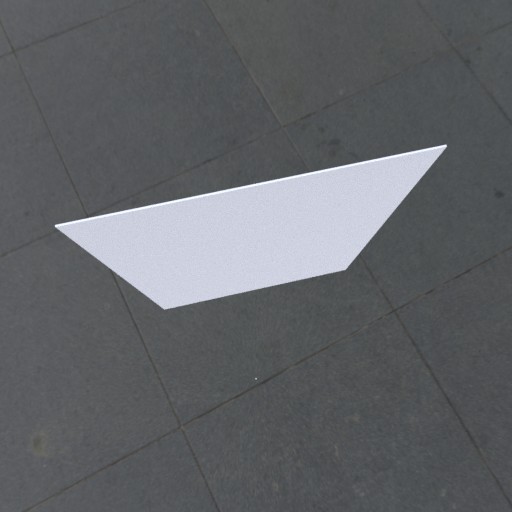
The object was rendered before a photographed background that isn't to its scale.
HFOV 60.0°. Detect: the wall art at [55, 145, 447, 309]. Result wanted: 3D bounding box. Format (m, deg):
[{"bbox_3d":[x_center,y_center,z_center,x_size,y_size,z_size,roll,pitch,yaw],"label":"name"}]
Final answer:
[{"bbox_3d":[0.000,0.000,0.799,0.457,0.610,0.003,-12,75,-3],"label":"wall art"}]
